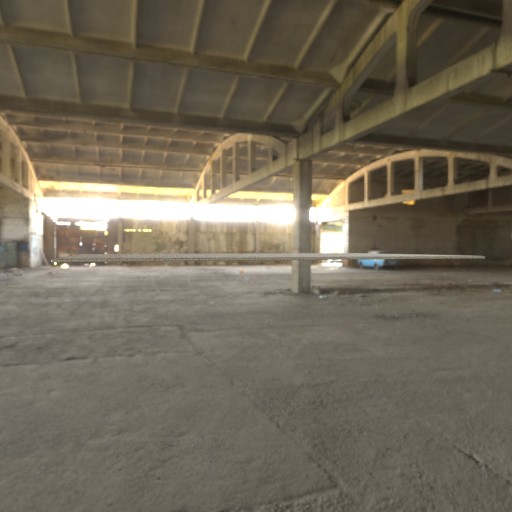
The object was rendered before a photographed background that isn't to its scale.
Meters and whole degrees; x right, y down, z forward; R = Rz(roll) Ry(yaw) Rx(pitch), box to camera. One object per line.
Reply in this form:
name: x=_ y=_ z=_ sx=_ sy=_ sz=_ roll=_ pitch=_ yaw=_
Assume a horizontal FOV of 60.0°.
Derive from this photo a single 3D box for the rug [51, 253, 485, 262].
rug: x=0.000 y=0.000 z=3.503 sx=2.746 sy=0.018 sz=1.819 roll=0 pitch=1 yaw=-18
